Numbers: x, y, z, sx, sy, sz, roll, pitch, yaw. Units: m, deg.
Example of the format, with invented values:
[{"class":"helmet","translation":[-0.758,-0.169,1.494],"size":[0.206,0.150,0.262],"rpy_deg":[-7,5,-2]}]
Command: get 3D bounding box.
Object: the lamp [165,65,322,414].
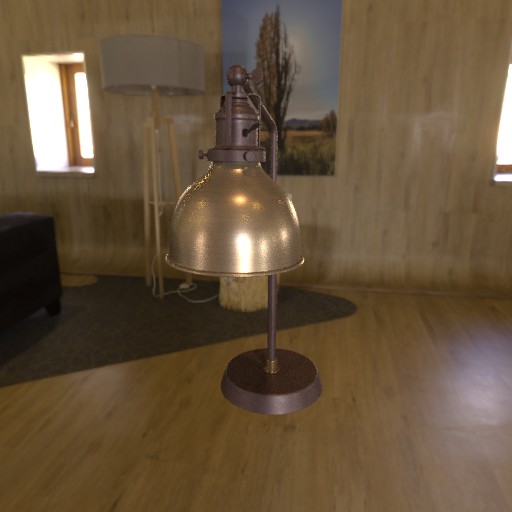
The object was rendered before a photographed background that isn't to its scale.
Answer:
[{"class":"lamp","translation":[0.000,0.000,0.605],"size":[0.175,0.469,0.298],"rpy_deg":[7,17,25]}]
